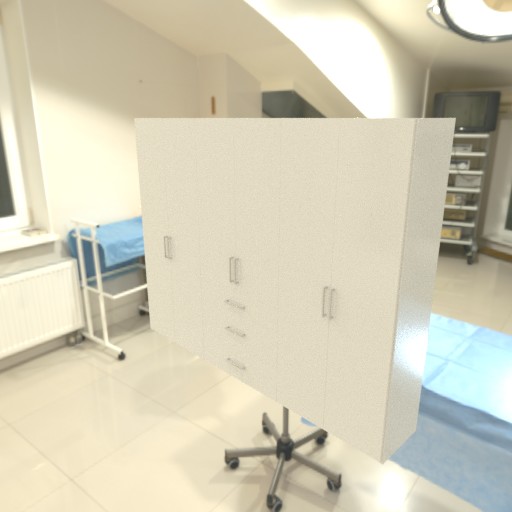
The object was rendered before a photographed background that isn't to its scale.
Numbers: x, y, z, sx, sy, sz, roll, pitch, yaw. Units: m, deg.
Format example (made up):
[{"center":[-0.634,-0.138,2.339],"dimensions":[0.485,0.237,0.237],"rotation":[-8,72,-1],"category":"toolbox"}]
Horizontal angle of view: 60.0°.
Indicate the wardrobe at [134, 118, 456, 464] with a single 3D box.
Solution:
[{"center":[0.000,0.000,3.973],"dimensions":[0.580,2.360,3.000],"rotation":[-17,24,-42],"category":"wardrobe"}]
